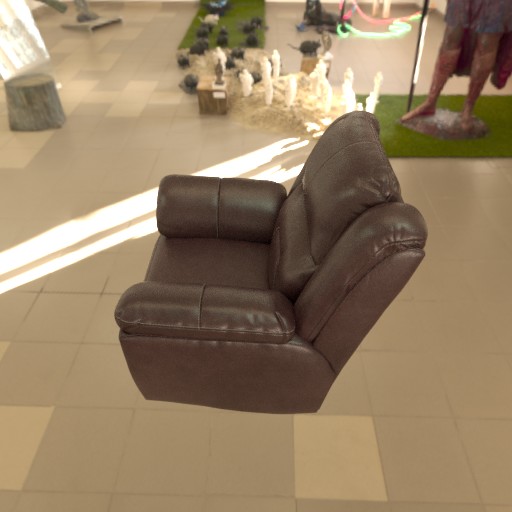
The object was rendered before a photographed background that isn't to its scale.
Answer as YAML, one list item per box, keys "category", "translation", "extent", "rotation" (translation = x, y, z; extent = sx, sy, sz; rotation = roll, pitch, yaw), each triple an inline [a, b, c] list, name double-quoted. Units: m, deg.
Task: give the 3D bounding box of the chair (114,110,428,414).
- category: "chair"
  translation: [0.000, 0.000, 1.915]
  extent: [1.041, 1.093, 0.990]
  rotation: [1, 40, 1]
